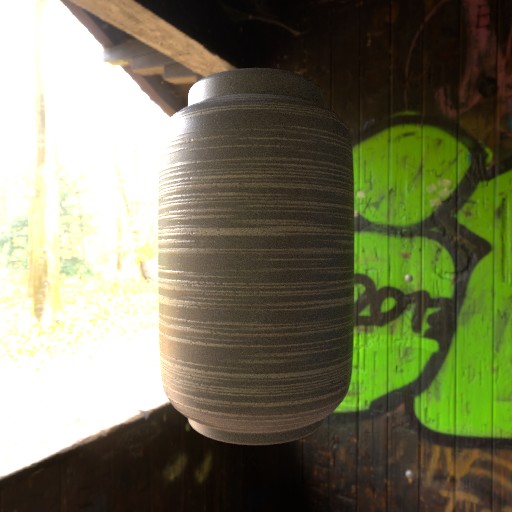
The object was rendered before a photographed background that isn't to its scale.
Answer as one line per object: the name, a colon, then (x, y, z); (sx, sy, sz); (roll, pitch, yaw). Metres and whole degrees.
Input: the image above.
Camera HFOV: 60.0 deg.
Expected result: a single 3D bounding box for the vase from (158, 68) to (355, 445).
vase: (0.000, 0.000, 0.685); (0.297, 0.499, 0.297); (0, 1, 0)
